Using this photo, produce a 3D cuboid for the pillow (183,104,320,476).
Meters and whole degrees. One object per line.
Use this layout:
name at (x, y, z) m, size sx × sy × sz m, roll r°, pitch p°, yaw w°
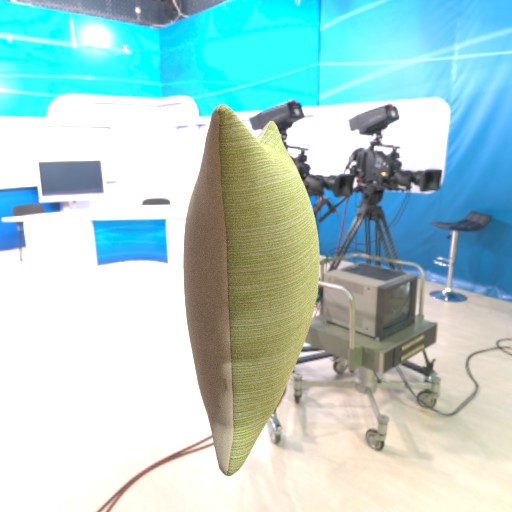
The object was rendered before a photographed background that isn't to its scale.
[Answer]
pillow at (0.000, 0.000, 0.801) m, size 0.229 × 0.487 × 0.560 m, roll 2°, pitch 15°, yaw 8°
